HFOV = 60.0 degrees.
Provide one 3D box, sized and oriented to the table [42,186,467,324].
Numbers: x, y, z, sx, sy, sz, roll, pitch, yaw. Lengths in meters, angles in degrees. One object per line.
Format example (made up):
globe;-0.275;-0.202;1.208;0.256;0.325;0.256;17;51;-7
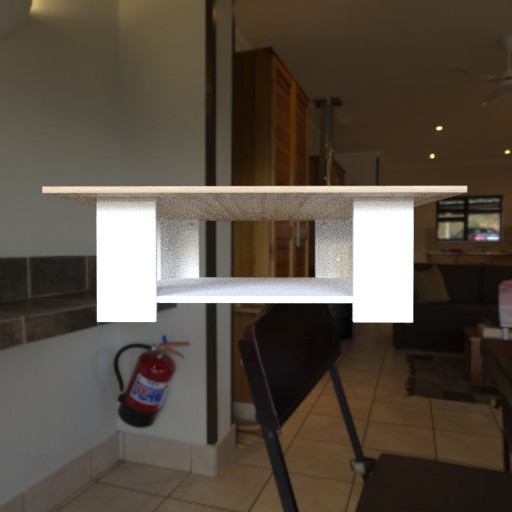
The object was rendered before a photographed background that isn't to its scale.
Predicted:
table;0.000;0.000;1.375;0.890;0.305;0.890;0;1;1
